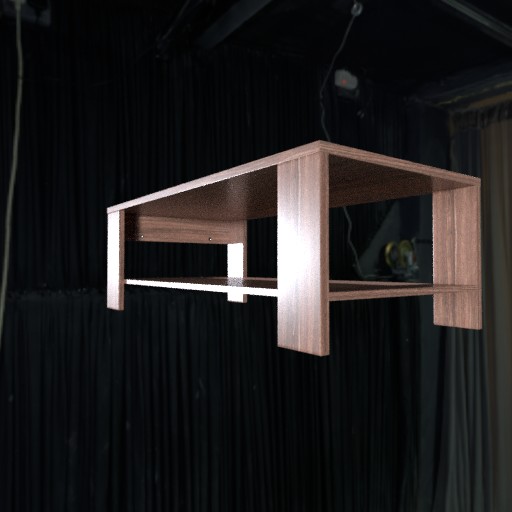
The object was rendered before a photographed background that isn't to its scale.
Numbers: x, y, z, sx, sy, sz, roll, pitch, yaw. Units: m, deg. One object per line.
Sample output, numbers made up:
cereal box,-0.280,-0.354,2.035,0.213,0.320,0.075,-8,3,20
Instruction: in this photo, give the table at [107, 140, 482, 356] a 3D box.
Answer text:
table,0.000,0.000,1.480,0.600,0.400,1.200,1,-2,-37
